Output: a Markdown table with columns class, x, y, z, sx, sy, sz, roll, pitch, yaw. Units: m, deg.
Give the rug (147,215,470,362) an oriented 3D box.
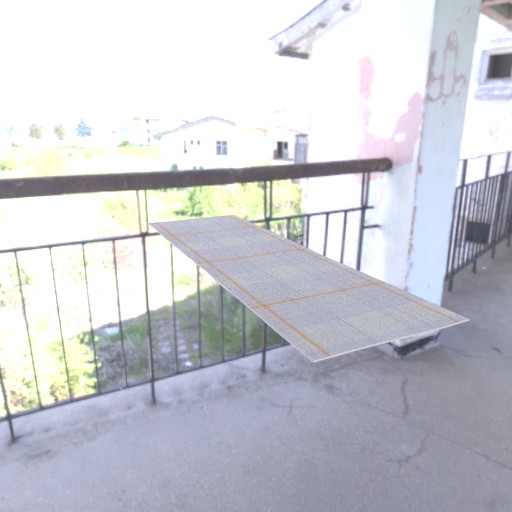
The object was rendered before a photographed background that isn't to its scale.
| class | x | y | z | sx | sy | sz | roll | pitch | yaw |
| --- | --- | --- | --- | --- | --- | --- | --- | --- | --- |
| rug | 0.000 | 0.000 | 2.715 | 0.770 | 0.016 | 2.442 | -8 | 18 | -25 |
